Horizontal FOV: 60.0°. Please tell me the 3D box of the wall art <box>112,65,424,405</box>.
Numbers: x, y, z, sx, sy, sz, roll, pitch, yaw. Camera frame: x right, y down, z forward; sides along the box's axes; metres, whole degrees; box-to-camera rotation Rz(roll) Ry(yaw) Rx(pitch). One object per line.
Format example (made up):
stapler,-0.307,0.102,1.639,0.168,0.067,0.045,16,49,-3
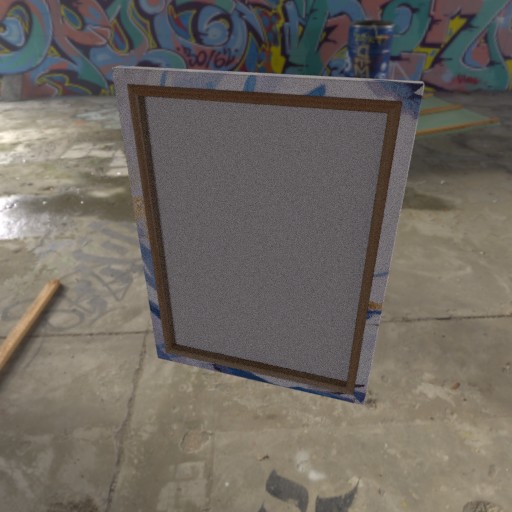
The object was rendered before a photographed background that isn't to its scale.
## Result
wall art,0.000,0.000,1.318,0.761,1.015,0.038,9,33,14
